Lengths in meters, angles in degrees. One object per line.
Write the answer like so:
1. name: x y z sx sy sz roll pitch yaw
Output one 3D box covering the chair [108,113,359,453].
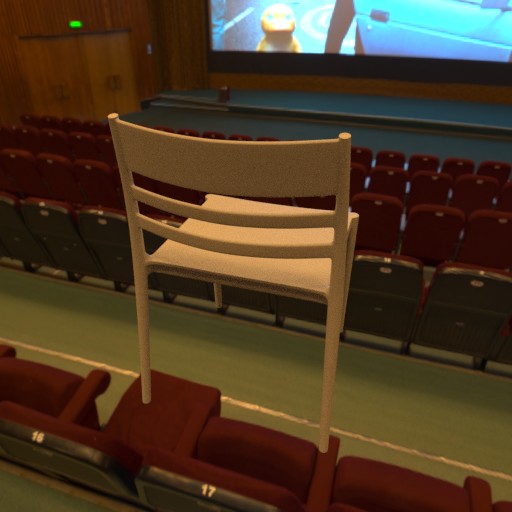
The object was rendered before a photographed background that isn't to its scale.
1. chair: 0.000 0.000 1.180 0.531 0.800 0.511 9 32 15
